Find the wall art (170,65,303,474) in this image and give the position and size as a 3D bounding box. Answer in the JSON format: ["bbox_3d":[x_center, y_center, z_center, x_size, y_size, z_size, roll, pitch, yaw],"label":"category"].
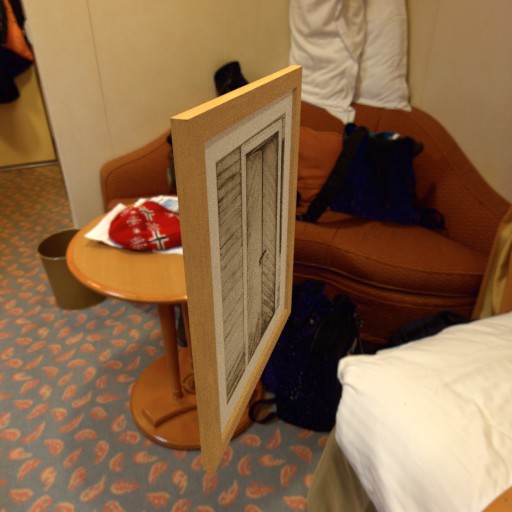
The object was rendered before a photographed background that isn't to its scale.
[{"bbox_3d":[0.000,0.000,0.768,0.020,0.561,0.460,10,31,17],"label":"wall art"}]
